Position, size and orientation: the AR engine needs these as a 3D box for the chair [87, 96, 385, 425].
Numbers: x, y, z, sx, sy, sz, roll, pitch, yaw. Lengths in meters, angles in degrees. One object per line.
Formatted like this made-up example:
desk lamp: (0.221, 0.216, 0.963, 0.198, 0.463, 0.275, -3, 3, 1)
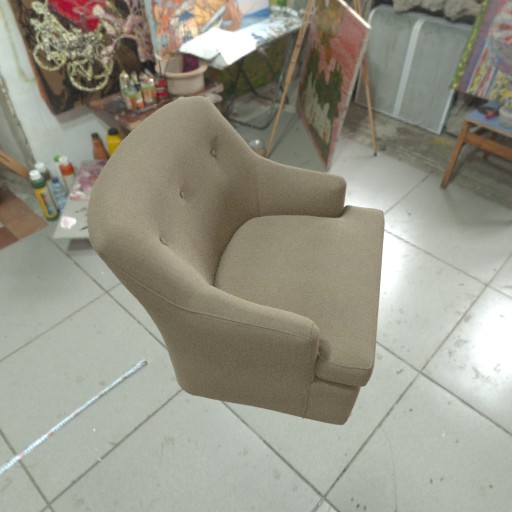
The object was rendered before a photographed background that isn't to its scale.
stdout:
chair: (0.000, 0.000, 1.645, 0.923, 0.856, 0.864, 10, 47, 10)
